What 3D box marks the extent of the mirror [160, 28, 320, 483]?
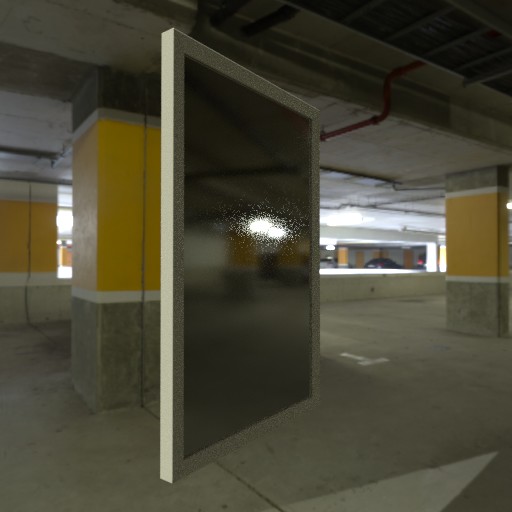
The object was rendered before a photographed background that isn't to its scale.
[{"bbox_3d":[0.000,0.000,1.144,0.041,0.914,0.609,-1,-1,37],"label":"mirror"}]
